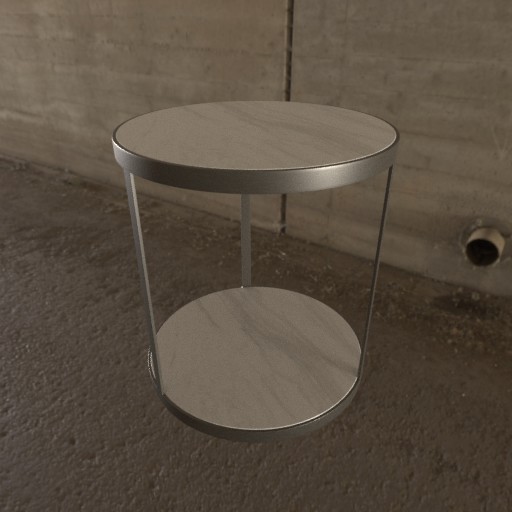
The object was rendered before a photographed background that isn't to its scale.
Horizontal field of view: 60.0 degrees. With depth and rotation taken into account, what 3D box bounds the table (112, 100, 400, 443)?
[{"bbox_3d":[0.000,0.000,0.828,0.445,0.479,0.445,0,29,0],"label":"table"}]
